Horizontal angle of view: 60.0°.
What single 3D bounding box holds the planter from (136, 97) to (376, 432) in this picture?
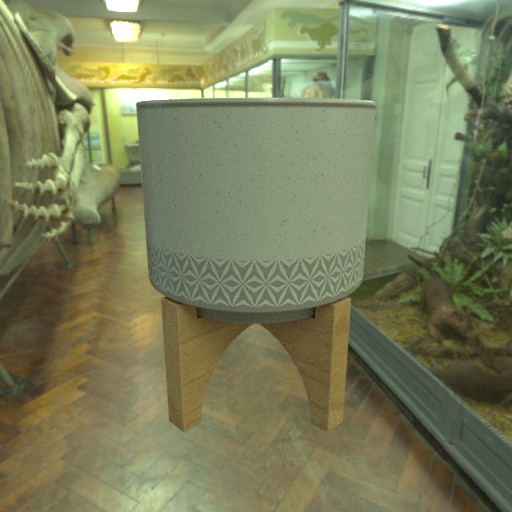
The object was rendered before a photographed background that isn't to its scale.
[{"bbox_3d":[0.000,0.000,0.273,0.130,0.178,0.130,0,17,0],"label":"planter"}]
